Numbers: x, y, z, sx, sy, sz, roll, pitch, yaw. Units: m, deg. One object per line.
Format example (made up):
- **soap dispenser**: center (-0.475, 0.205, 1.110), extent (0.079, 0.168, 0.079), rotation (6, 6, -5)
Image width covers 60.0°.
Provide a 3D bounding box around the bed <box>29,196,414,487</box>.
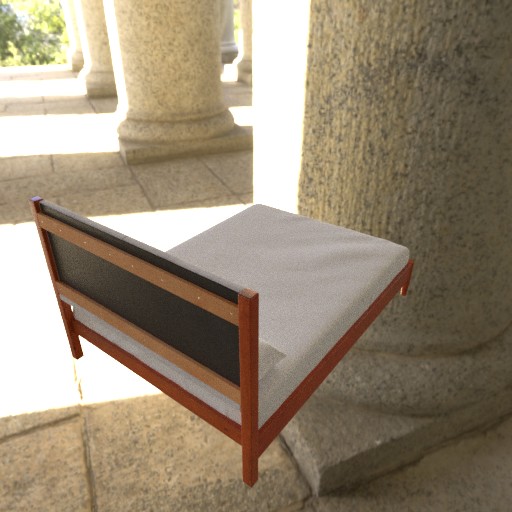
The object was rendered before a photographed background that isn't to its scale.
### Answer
- **bed**: center (0.000, 0.000, 3.062), extent (1.566, 1.165, 2.117), rotation (21, 36, 31)
